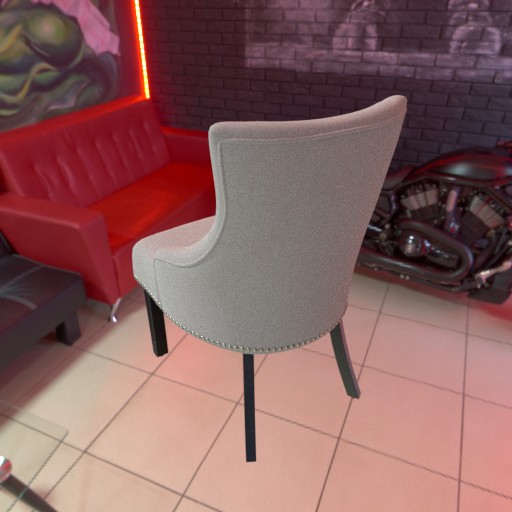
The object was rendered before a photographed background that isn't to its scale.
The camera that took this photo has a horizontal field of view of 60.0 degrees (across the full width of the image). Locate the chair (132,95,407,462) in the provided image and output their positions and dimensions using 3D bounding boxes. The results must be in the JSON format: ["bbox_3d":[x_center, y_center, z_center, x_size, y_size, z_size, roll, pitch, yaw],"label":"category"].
[{"bbox_3d":[0.000,0.000,1.280,0.566,0.909,0.629,-19,35,-29],"label":"chair"}]
